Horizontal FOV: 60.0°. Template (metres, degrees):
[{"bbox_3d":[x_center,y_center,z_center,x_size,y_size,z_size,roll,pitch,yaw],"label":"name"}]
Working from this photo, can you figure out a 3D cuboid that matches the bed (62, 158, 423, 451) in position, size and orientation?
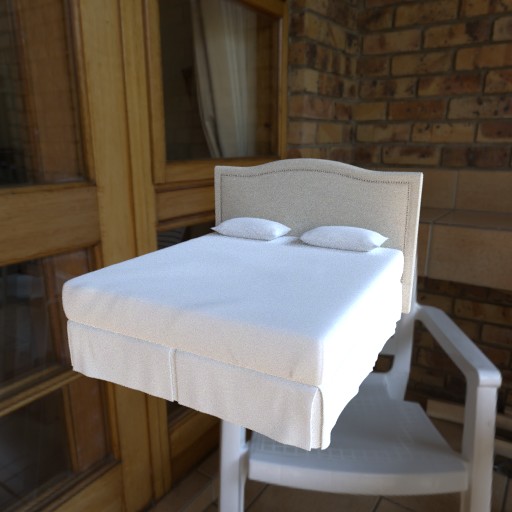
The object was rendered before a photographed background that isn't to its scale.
[{"bbox_3d":[0.000,0.000,3.482,2.083,1.421,2.182,8,17,27],"label":"bed"}]
